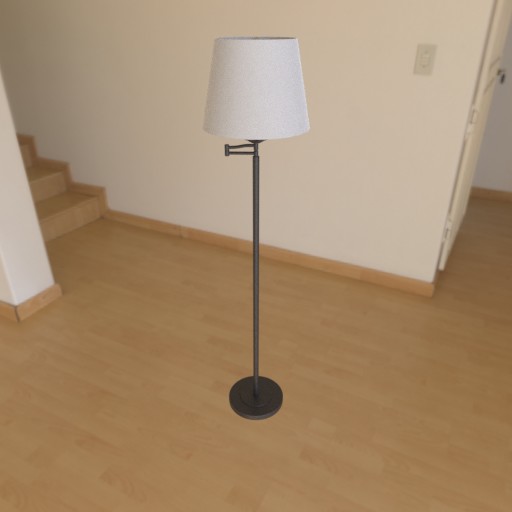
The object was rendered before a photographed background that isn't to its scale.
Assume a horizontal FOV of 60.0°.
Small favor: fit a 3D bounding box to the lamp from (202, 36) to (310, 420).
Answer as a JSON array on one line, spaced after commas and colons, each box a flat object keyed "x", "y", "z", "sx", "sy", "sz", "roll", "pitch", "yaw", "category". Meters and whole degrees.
[{"x": 0.000, "y": 0.000, "z": 1.668, "sx": 0.348, "sy": 1.473, "sz": 0.348, "roll": 1, "pitch": 28, "yaw": 2, "category": "lamp"}]
